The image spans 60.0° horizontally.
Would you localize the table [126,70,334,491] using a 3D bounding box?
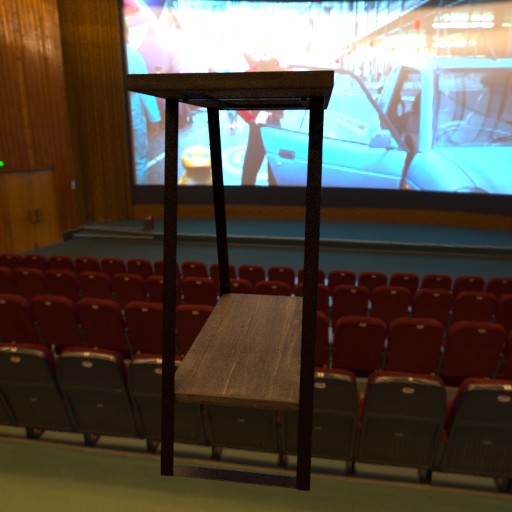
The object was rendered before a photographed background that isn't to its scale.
[{"bbox_3d":[0.000,0.000,1.002,0.300,0.701,0.599,2,16,8],"label":"table"}]
